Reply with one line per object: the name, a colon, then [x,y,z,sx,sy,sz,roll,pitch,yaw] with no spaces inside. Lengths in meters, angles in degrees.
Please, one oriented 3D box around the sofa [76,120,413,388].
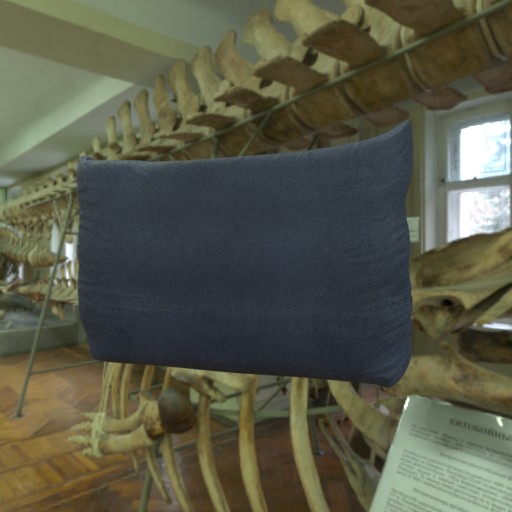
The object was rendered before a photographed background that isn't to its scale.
sofa: [0.000,0.000,1.714,1.122,0.778,0.849,0,0,17]
